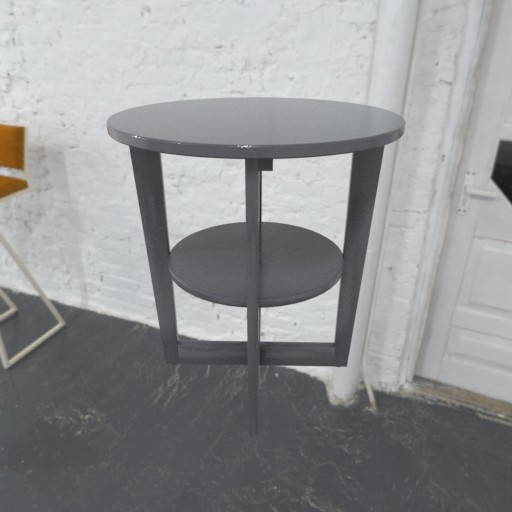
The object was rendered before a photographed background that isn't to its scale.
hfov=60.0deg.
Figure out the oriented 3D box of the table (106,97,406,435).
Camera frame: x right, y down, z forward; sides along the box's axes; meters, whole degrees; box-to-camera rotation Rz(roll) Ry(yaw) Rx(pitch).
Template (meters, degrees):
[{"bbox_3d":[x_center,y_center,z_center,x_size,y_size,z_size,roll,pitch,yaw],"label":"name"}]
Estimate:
[{"bbox_3d":[0.000,0.000,0.893,0.500,0.550,0.500,0,26,0],"label":"table"}]
